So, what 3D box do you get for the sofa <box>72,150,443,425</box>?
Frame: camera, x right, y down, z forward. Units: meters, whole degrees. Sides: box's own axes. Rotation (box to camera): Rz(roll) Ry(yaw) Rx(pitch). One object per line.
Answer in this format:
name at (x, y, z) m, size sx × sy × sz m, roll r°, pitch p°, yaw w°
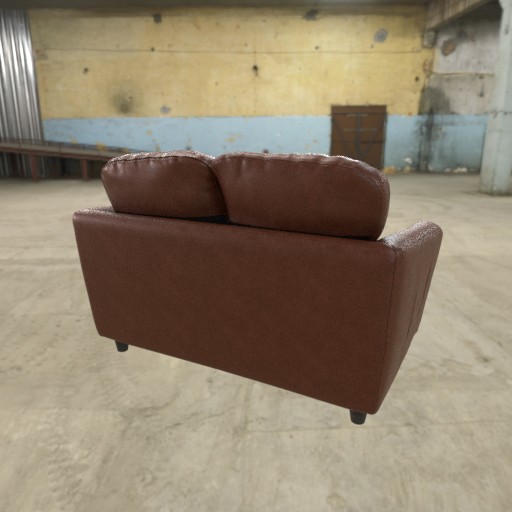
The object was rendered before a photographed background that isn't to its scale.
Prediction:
sofa at (0.000, 0.000, 1.919) m, size 1.406 × 0.906 × 0.805 m, roll 8°, pitch 17°, yaw 27°
